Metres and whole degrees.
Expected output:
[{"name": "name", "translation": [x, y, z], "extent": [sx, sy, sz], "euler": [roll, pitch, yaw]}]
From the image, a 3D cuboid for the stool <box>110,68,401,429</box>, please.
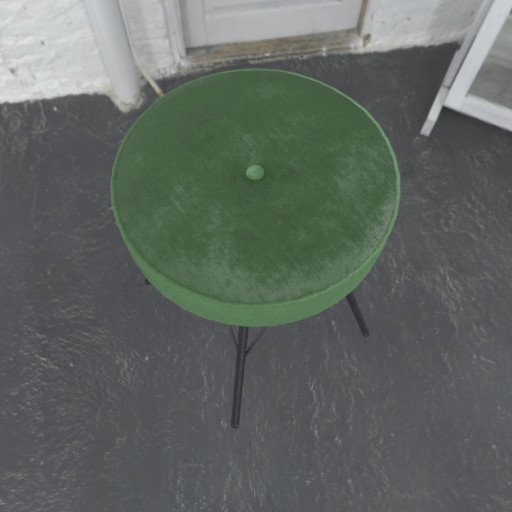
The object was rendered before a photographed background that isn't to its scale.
[{"name": "stool", "translation": [0.000, 0.000, 0.904], "extent": [0.430, 0.595, 0.457], "euler": [-31, 68, -14]}]
